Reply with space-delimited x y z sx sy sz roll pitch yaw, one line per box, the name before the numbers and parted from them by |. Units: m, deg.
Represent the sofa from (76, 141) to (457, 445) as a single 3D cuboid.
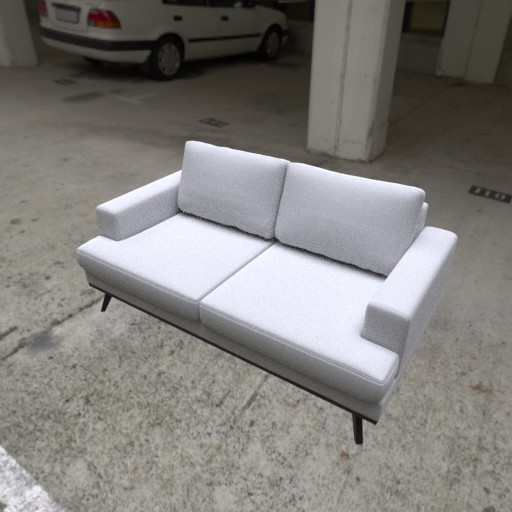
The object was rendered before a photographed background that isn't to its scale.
sofa | 0.000 0.000 2.193 1.650 0.810 0.920 19 36 28
